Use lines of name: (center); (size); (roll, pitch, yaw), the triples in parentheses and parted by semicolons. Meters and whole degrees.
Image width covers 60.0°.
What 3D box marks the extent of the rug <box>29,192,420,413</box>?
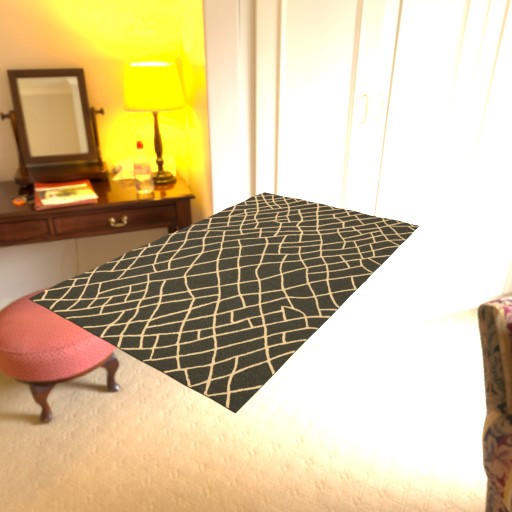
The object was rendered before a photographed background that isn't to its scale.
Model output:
rug: (0.000, 0.000, 3.084); (1.529, 0.017, 2.448); (17, 31, 31)
